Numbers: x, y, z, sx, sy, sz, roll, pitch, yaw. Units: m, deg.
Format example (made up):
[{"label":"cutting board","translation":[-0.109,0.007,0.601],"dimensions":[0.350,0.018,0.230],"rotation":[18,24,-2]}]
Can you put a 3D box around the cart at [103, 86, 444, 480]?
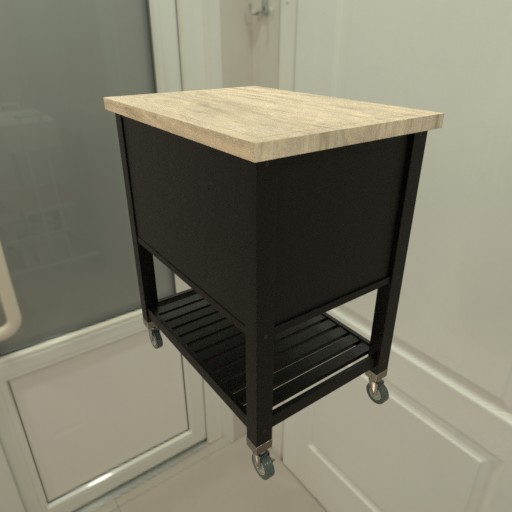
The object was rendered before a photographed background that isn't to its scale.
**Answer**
[{"label":"cart","translation":[0.000,0.000,1.410],"dimensions":[0.567,0.920,0.797],"rotation":[-18,32,-32]}]
